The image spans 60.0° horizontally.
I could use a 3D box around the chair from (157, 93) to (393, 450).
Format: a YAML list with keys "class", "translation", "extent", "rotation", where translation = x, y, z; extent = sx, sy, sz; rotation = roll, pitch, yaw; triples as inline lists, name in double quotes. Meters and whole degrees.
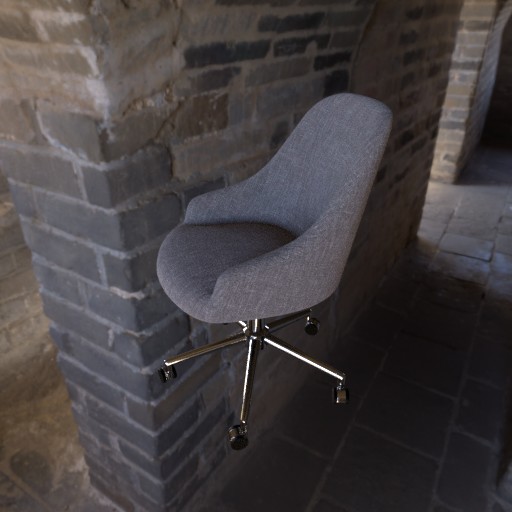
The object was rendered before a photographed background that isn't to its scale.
- class: "chair"
  translation: [0.000, 0.000, 1.434]
  extent: [0.712, 0.950, 0.671]
  rotation: [-8, 30, -14]
